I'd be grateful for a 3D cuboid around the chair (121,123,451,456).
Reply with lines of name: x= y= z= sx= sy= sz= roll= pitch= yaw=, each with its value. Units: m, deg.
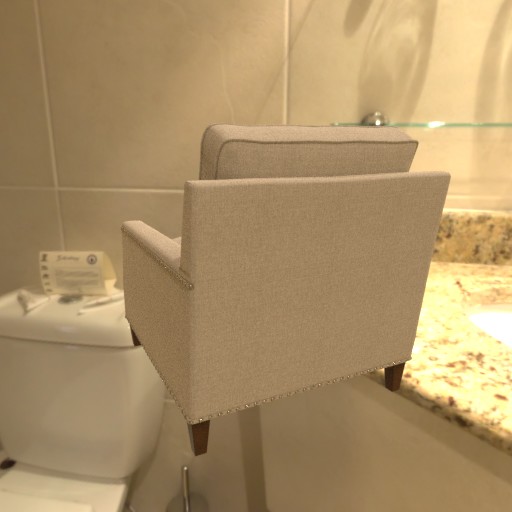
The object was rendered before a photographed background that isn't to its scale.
chair: x=0.000 y=0.000 z=1.695 sx=0.853 sy=0.943 sz=1.014 roll=-7 pitch=16 yaw=-26
